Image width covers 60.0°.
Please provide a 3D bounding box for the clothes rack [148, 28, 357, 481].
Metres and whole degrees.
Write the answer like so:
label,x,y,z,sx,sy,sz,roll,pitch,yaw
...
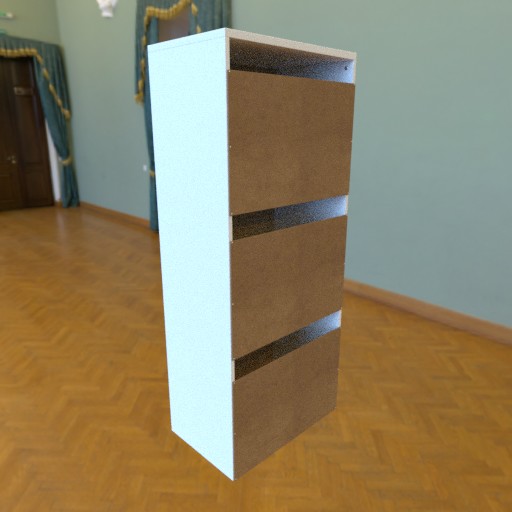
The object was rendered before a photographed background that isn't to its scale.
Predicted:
label,x,y,z,sx,sy,sz,roll,pitch,yaw
clothes rack,0.000,0.000,1.391,0.500,1.187,0.331,-15,22,-42
